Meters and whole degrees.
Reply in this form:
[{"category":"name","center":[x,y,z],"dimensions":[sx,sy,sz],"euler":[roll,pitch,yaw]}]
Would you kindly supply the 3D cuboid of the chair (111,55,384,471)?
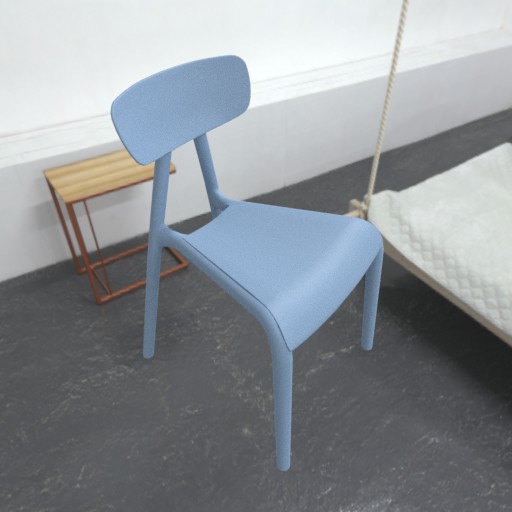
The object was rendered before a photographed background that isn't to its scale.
[{"category":"chair","center":[0.000,0.000,0.800],"dimensions":[0.401,0.580,0.356],"euler":[27,48,27]}]
